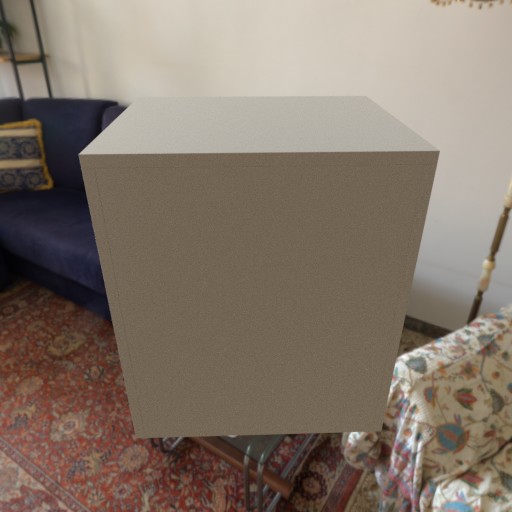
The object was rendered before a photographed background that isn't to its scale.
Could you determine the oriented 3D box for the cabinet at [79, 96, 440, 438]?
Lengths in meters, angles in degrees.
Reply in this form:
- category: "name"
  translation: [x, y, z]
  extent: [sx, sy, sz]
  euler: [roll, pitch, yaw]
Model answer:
- category: "cabinet"
  translation: [0.000, 0.000, 0.763]
  extent: [0.400, 0.470, 0.360]
  euler: [-1, 30, -2]
